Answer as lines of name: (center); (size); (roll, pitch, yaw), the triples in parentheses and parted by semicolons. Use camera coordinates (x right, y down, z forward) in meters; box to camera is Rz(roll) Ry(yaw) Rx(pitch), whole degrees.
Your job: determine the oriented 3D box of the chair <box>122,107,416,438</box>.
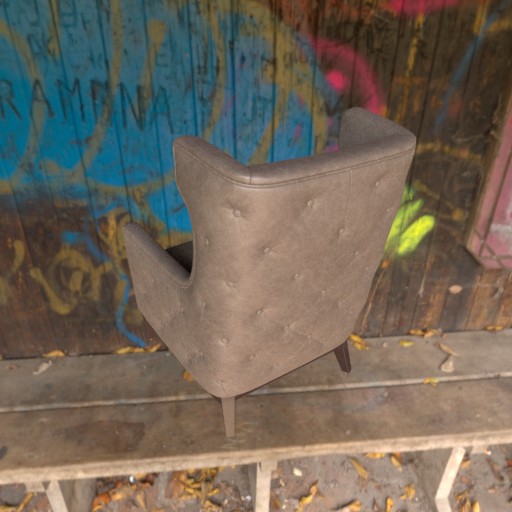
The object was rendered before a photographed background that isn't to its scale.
chair: (0.000, 0.000, 1.699); (0.769, 1.079, 0.899); (-18, 35, -28)
